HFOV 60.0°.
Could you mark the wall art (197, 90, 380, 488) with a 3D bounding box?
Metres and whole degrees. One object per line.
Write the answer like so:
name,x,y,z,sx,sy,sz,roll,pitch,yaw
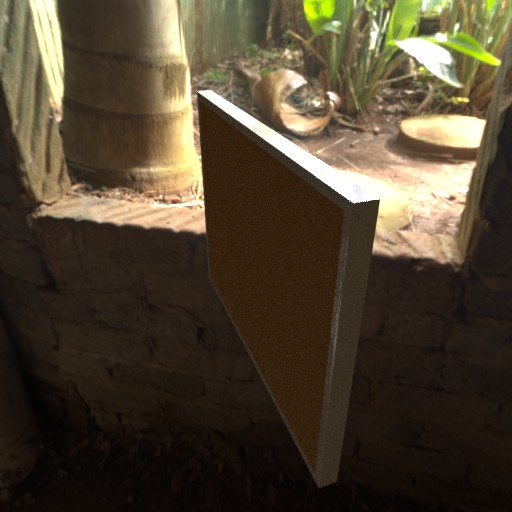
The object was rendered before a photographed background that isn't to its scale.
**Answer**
wall art,0.000,0.000,1.355,0.053,0.787,1.041,-11,32,-18
